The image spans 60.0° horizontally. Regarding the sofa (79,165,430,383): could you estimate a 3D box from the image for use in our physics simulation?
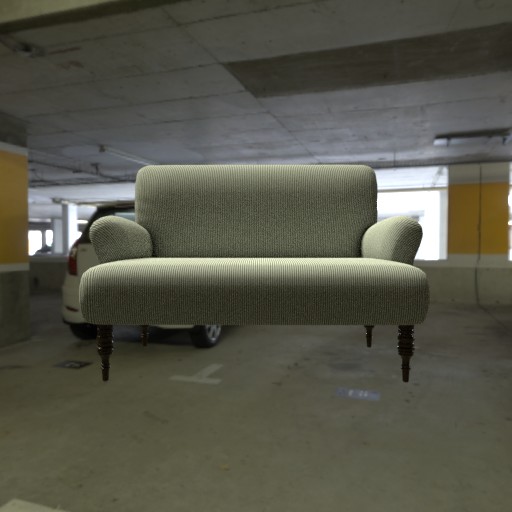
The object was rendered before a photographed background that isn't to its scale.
[{"bbox_3d":[0.000,0.000,1.883,1.297,0.889,0.779,0,1,1],"label":"sofa"}]
